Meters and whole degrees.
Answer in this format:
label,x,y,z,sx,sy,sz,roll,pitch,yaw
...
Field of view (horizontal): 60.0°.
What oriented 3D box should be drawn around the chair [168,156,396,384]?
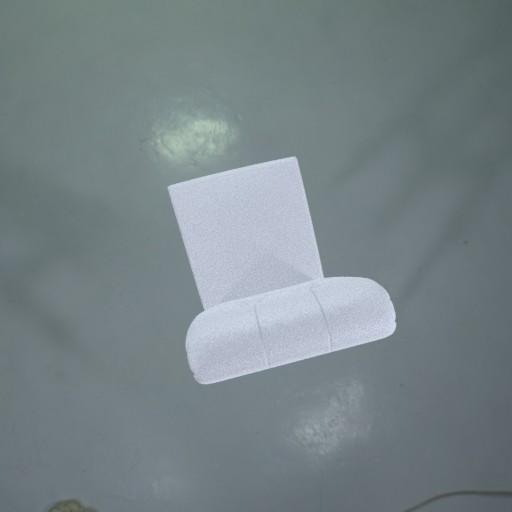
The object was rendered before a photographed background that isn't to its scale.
label,x,y,z,sx,sy,sz,roll,pitch,yaw
chair,0.000,0.000,1.371,0.456,1.006,0.671,-14,76,-4
